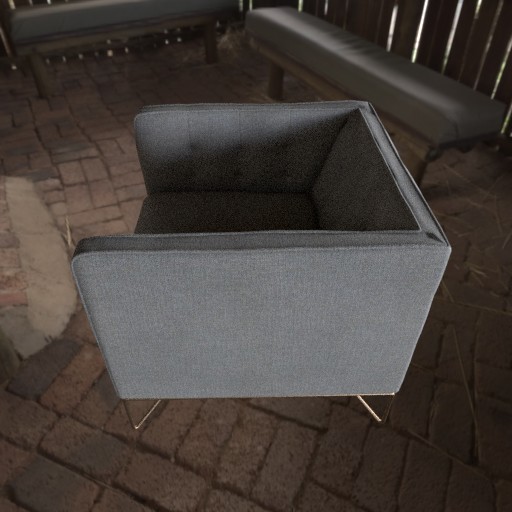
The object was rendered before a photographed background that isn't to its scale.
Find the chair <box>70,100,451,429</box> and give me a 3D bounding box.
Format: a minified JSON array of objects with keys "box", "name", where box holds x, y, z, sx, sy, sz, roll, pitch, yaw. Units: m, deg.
[{"box":[0.000,0.000,1.608,0.912,0.799,0.920,-1,40,-1],"name":"chair"}]
